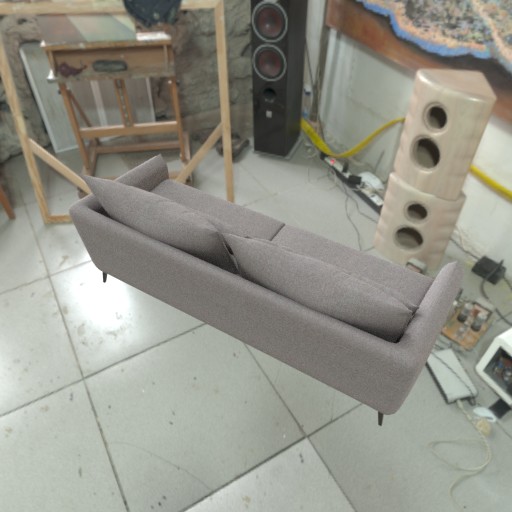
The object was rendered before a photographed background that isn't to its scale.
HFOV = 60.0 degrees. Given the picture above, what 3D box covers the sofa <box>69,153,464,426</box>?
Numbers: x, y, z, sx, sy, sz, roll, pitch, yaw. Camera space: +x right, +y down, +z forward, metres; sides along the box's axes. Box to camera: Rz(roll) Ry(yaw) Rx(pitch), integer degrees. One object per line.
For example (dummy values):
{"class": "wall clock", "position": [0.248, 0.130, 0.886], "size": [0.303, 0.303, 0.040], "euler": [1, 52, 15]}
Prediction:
{"class": "sofa", "position": [0.000, 0.000, 2.410], "size": [2.022, 0.833, 0.809], "euler": [23, 50, 21]}
